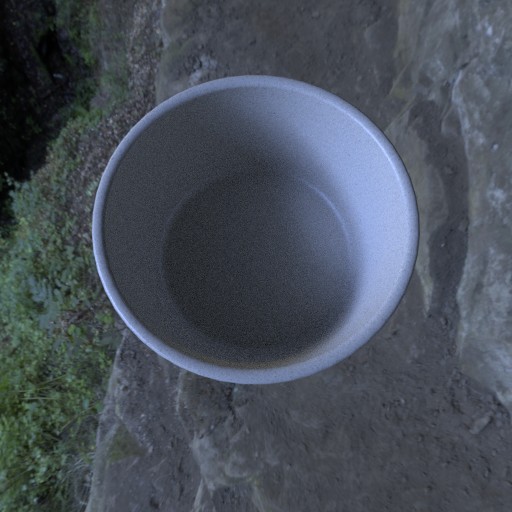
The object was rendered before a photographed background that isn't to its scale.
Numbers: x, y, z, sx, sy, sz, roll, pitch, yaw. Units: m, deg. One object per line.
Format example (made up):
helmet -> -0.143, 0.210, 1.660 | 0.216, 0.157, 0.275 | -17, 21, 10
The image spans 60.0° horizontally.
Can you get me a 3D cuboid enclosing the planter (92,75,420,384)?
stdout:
planter -> 0.000, 0.000, 0.572 | 0.317, 0.303, 0.317 | 0, 74, 0
